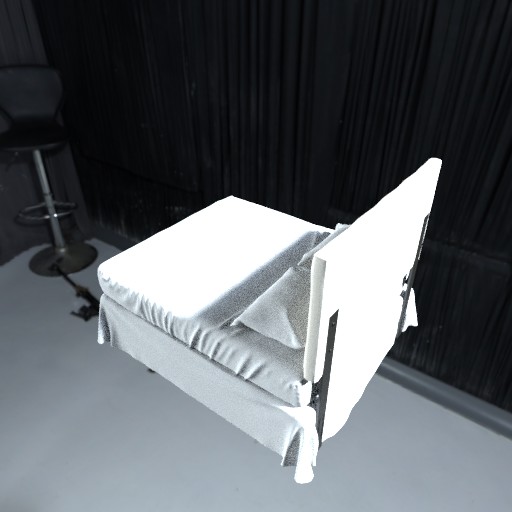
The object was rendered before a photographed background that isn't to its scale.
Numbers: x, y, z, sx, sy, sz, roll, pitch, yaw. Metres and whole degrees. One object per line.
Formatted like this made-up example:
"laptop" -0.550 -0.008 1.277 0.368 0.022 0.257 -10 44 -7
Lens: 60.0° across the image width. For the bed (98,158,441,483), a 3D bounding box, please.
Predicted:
"bed" 0.000 0.000 3.498 2.222 1.577 1.936 22 39 31
